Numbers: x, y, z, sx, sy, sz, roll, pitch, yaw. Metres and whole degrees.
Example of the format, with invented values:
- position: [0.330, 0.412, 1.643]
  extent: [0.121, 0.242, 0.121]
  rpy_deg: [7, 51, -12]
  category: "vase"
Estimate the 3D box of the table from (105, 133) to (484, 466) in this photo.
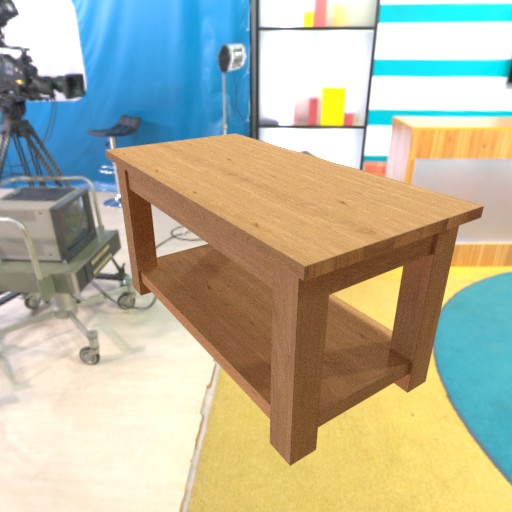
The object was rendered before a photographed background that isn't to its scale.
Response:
- position: [0.000, 0.000, 1.172]
  extent: [0.450, 0.452, 0.899]
  rpy_deg: [-17, 31, -31]
  category: "table"
